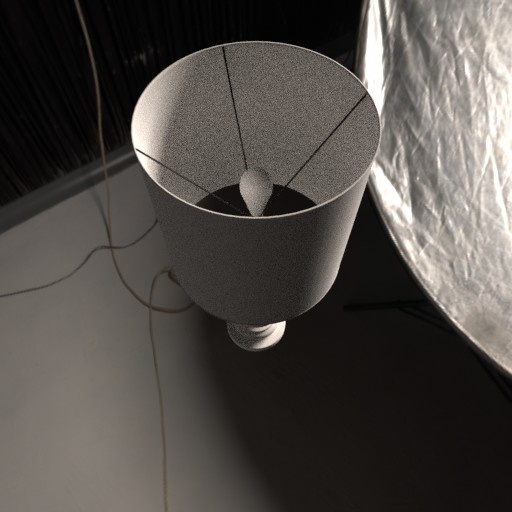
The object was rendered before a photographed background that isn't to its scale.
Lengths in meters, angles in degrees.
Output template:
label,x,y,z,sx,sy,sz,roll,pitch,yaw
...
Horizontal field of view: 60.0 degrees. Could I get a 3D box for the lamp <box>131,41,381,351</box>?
label,x,y,z,sx,sy,sz,roll,pitch,yaw
lamp,0.000,0.000,0.568,0.208,0.455,0.208,-34,65,-19
